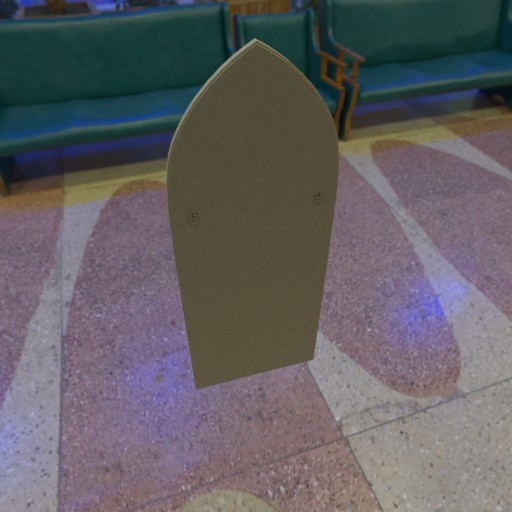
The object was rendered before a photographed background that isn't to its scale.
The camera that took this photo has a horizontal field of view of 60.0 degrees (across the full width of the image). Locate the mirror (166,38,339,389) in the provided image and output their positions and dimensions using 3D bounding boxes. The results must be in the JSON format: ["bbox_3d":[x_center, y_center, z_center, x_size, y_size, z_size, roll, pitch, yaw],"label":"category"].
[{"bbox_3d":[0.000,0.000,1.293,0.464,1.175,0.025,-11,42,-12],"label":"mirror"}]
